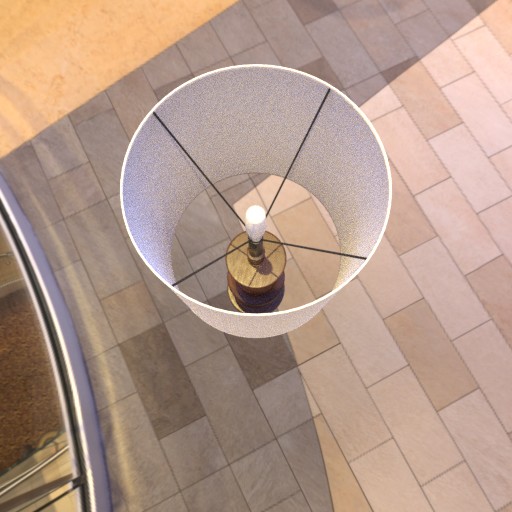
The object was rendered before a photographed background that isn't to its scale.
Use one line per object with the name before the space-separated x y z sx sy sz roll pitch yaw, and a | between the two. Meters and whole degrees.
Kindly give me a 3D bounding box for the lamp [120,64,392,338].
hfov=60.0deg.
lamp | 0.000 0.000 0.561 0.208 0.455 0.208 16 76 4
